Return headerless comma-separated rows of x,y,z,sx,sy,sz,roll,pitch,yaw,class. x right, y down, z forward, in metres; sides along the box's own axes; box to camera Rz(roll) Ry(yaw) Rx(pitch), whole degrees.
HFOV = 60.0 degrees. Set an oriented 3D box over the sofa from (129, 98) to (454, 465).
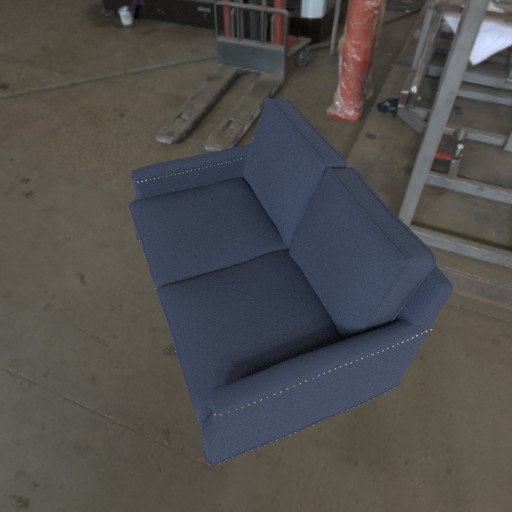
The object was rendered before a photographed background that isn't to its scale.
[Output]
0.000,0.000,2.309,1.084,1.003,1.597,-16,49,-15,sofa
